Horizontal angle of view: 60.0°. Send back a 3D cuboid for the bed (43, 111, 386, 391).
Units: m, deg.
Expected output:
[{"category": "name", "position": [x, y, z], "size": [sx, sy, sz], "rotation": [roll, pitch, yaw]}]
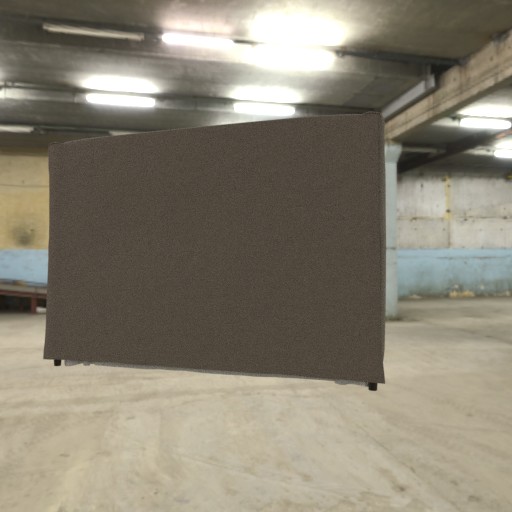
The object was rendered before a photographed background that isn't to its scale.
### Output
[{"category": "bed", "position": [0.000, 0.000, 3.401], "size": [1.925, 1.332, 2.276], "rotation": [0, -1, 17]}]
